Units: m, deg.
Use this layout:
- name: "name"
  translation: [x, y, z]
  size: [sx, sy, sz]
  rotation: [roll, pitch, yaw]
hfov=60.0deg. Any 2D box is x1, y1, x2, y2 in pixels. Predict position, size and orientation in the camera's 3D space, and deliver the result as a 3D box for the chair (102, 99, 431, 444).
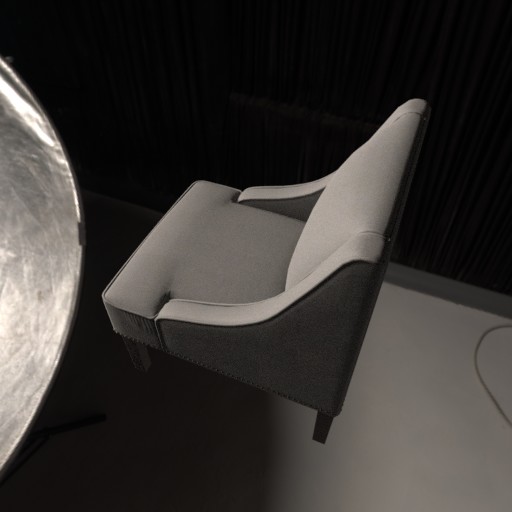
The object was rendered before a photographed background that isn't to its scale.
- name: "chair"
  translation: [0.000, 0.000, 1.359]
  size: [0.747, 0.867, 0.631]
  rotation: [17, 49, 15]
